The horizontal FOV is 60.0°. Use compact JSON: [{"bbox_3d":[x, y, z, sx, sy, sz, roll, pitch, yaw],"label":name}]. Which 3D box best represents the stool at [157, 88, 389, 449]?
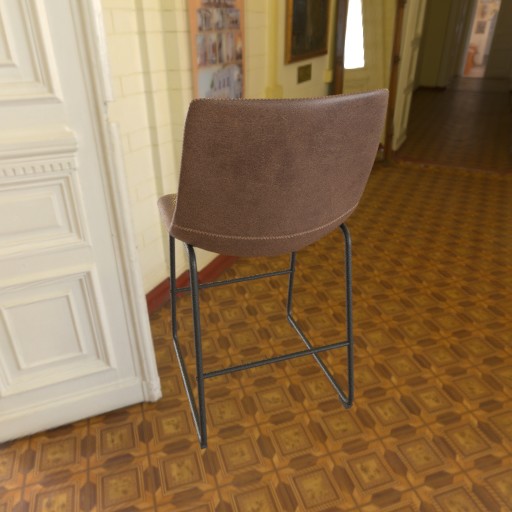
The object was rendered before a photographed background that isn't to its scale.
[{"bbox_3d":[0.000,0.000,1.181,0.460,0.890,0.550,-9,30,-16],"label":"stool"}]
